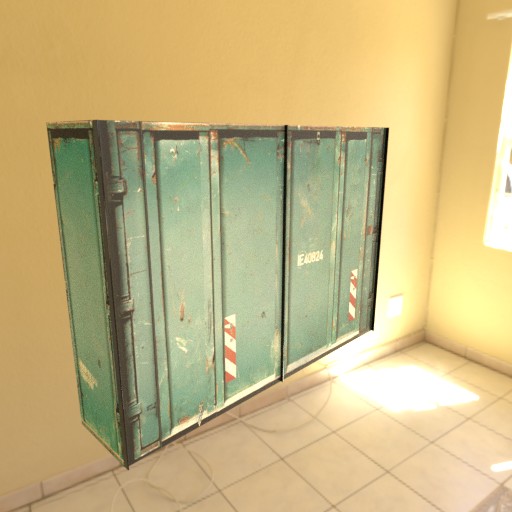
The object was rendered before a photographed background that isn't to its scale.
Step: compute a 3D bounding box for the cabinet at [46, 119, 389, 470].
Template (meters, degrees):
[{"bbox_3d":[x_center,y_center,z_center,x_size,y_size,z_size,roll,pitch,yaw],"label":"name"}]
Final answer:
[{"bbox_3d":[0.000,0.000,3.824,3.001,2.160,0.680,-15,21,-43],"label":"cabinet"}]
